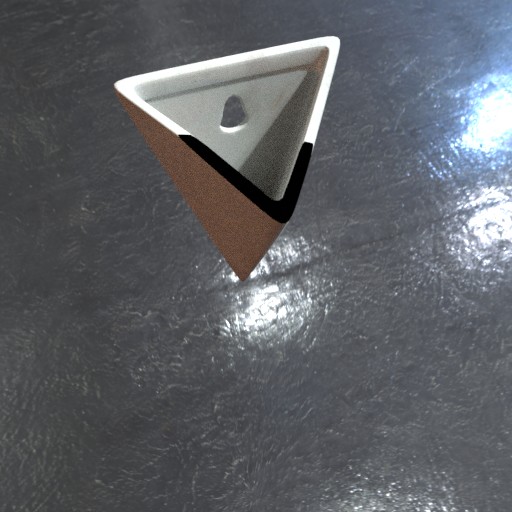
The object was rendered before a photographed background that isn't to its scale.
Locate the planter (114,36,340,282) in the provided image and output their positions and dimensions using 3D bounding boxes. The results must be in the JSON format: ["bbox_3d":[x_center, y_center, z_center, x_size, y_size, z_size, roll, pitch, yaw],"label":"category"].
[{"bbox_3d":[0.000,0.000,0.157,0.058,0.130,0.047,-16,62,-8],"label":"planter"}]
